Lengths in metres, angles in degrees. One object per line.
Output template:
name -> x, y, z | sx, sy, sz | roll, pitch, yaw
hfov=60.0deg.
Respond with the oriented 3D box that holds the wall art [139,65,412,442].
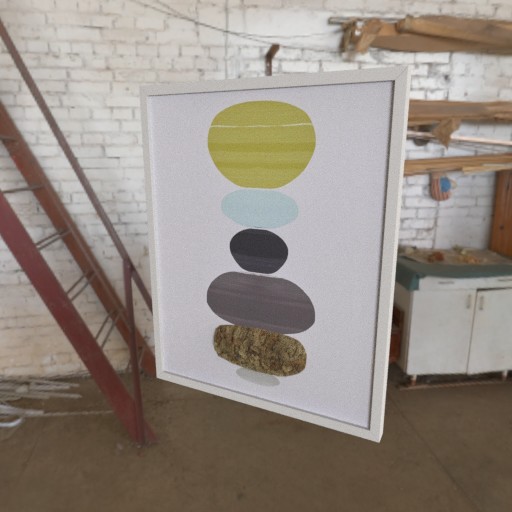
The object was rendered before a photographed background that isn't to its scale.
wall art -> 0.000, 0.000, 1.014 | 0.611, 0.763, 0.055 | 7, 16, 26
